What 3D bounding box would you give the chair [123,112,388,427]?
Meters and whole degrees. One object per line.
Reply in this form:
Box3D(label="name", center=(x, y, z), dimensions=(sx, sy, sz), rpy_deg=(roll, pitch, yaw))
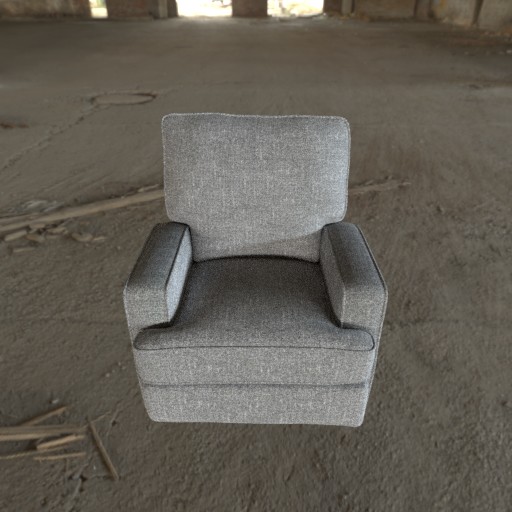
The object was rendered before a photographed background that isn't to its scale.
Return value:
Box3D(label="chair", center=(0.000, 0.000, 1.724), dimensions=(0.861, 0.962, 0.964), rpy_deg=(0, 31, 0))
